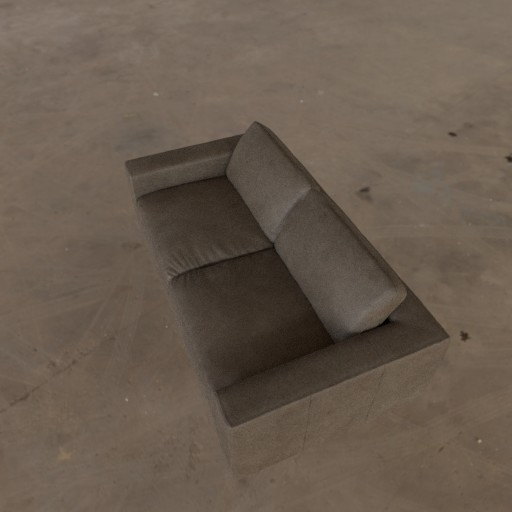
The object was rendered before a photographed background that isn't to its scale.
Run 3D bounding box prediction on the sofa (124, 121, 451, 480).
[{"bbox_3d":[0.000,0.000,2.496,1.070,0.800,1.920,-17,48,-16],"label":"sofa"}]
